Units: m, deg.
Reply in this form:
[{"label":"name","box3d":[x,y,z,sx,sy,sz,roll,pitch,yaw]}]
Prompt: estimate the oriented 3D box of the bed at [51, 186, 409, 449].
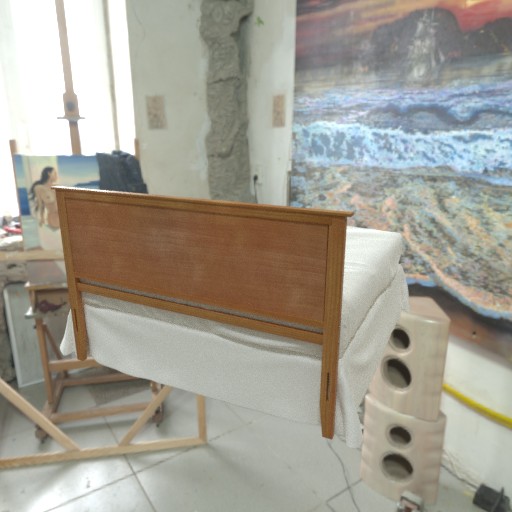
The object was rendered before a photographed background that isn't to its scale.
[{"label":"bed","box3d":[0.000,0.000,3.601,2.317,1.270,2.215,8,19,25]}]
